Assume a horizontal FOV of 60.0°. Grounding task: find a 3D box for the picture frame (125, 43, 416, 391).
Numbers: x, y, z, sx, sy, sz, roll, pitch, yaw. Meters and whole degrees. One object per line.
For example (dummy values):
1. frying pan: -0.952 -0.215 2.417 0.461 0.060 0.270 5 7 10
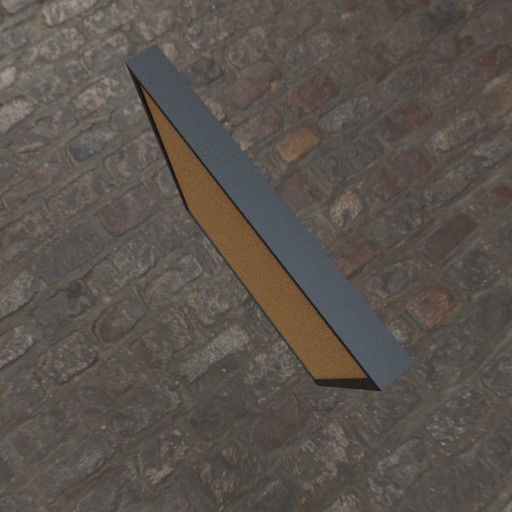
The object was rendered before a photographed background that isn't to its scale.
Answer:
1. picture frame: 0.000 0.000 0.479 0.030 0.317 0.317 -35 77 -9
